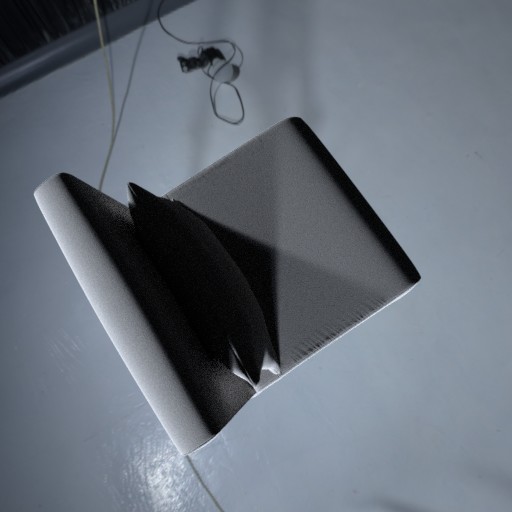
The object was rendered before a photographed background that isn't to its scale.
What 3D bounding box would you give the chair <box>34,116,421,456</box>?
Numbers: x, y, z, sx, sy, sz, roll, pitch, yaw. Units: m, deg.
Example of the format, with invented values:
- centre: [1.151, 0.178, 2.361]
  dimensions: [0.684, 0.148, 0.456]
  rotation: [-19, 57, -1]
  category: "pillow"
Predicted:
- centre: [0.000, 0.000, 1.484]
  dimensions: [0.902, 0.808, 0.770]
  rotation: [-32, 78, -8]
  category: "chair"
